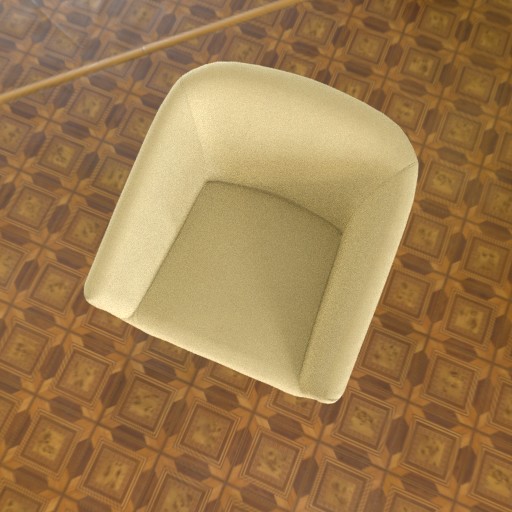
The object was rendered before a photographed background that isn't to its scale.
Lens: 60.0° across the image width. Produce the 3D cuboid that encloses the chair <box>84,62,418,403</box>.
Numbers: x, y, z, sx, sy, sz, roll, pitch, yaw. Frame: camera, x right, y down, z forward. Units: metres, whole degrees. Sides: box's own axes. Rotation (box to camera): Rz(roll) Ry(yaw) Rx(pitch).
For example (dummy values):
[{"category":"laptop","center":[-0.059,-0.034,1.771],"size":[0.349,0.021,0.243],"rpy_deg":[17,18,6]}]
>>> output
[{"category":"chair","center":[0.000,0.000,1.309],"size":[0.643,0.822,0.657],"rpy_deg":[22,76,6]}]
